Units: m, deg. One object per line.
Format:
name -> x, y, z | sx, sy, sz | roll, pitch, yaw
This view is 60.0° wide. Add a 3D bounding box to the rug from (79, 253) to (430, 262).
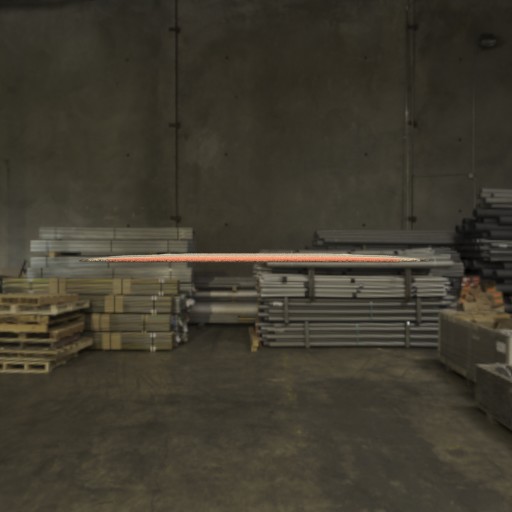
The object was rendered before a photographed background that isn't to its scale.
rug -> 0.000, 0.000, 3.003 | 1.530, 0.017, 2.446 | 0, 1, 1
